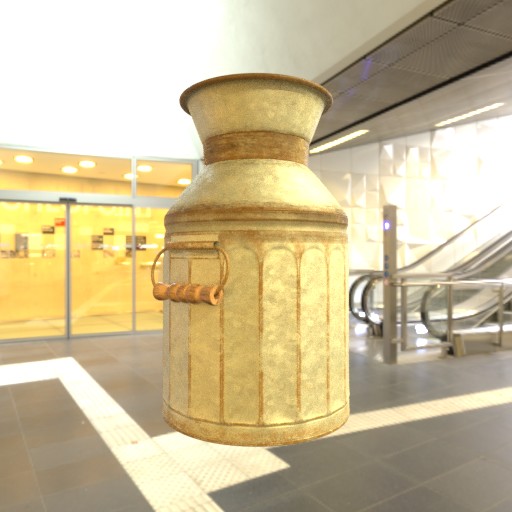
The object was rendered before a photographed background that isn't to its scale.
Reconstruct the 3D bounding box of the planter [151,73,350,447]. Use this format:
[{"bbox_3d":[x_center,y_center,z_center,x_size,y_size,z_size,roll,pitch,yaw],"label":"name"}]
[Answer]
[{"bbox_3d":[0.000,0.000,0.518,0.215,0.358,0.248,0,0,38],"label":"planter"}]
